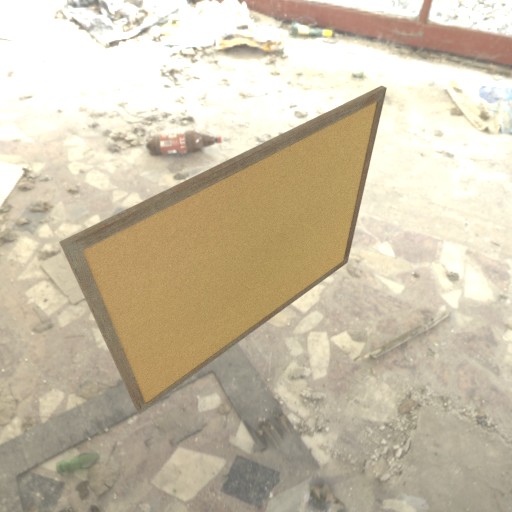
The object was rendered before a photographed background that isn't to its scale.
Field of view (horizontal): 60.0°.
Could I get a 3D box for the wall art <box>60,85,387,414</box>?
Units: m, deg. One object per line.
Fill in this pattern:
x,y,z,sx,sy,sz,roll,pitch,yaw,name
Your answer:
0.000,0.000,1.380,1.012,0.774,0.019,-32,55,-27,wall art
